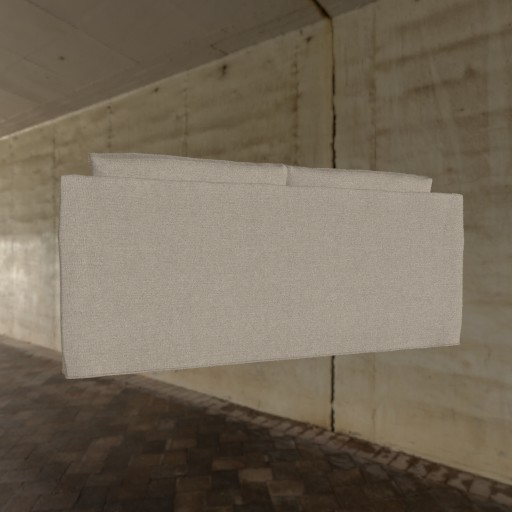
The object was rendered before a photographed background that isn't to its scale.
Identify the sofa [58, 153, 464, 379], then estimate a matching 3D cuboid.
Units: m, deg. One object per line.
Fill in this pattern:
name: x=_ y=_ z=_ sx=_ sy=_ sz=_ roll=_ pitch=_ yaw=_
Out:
sofa: x=0.000 y=0.000 z=2.228 sx=1.766 sy=0.828 sz=0.956 roll=0 pitch=1 yaw=-19
